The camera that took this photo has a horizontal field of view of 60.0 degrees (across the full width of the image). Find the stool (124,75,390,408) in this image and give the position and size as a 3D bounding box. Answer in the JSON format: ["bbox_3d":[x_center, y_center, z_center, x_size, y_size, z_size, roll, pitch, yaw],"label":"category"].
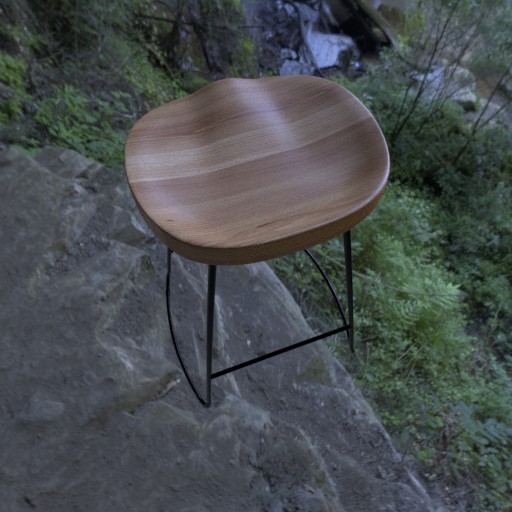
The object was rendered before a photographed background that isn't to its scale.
[{"bbox_3d":[0.000,0.000,0.958,0.480,0.679,0.401,-18,62,-10],"label":"stool"}]
